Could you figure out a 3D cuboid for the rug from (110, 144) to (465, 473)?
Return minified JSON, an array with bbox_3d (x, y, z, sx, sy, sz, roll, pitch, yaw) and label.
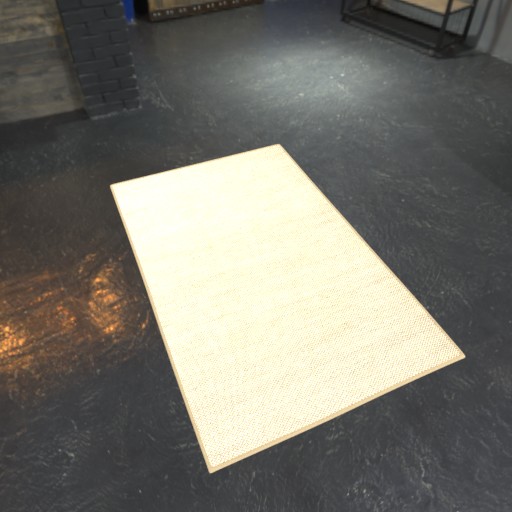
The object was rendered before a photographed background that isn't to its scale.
[{"bbox_3d":[0.000,0.000,2.106,1.062,0.013,1.667,-18,49,-16],"label":"rug"}]
